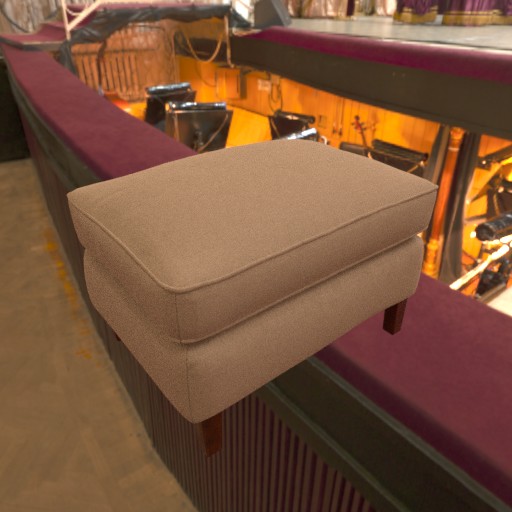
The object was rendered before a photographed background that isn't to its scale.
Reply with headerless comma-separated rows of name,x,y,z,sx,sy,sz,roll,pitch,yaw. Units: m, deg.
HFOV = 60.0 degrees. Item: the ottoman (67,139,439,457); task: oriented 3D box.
ottoman,0.000,0.000,1.009,0.665,0.456,0.501,-22,37,-32
